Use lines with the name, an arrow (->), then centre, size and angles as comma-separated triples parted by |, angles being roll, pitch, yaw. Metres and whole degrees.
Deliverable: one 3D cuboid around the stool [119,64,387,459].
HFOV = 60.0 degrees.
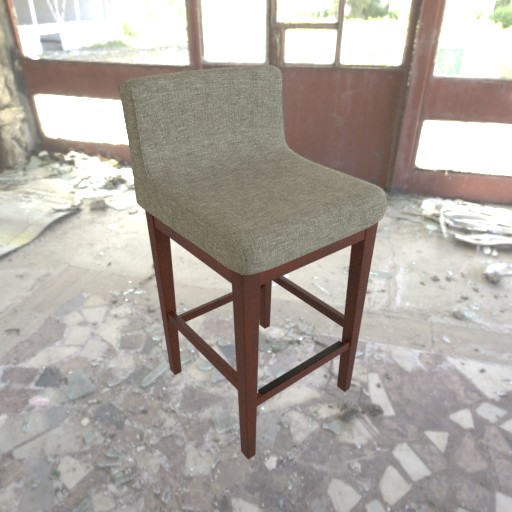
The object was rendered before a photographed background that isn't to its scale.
stool -> 0.000, 0.000, 1.114 | 0.417, 0.835, 0.459 | -22, 36, -33
